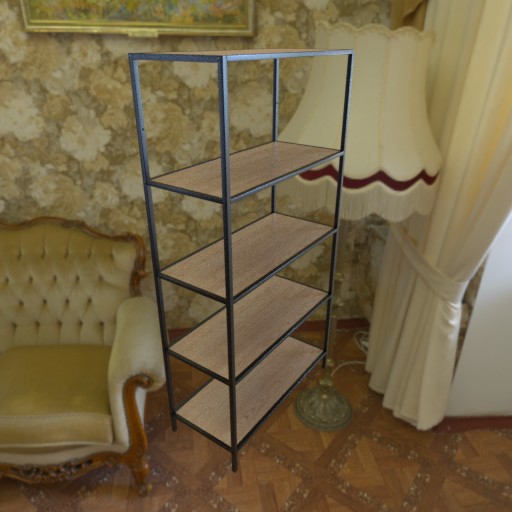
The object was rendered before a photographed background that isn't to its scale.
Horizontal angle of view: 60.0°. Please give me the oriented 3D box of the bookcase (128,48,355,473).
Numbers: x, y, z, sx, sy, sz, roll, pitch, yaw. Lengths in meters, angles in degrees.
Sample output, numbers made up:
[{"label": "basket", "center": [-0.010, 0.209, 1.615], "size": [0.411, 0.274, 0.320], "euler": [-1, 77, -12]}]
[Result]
[{"label": "bookcase", "center": [0.000, 0.000, 1.786], "size": [0.350, 1.500, 0.770], "euler": [18, 31, 32]}]
